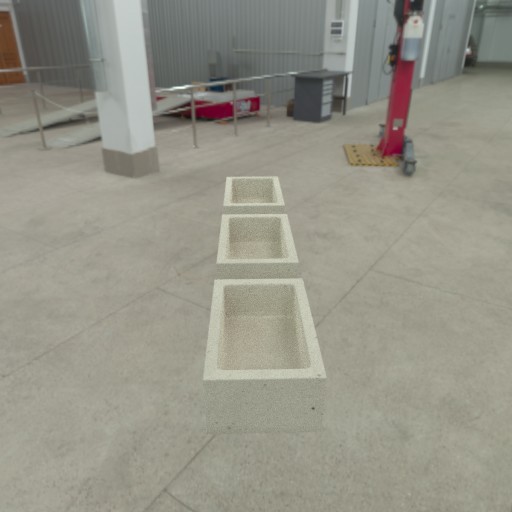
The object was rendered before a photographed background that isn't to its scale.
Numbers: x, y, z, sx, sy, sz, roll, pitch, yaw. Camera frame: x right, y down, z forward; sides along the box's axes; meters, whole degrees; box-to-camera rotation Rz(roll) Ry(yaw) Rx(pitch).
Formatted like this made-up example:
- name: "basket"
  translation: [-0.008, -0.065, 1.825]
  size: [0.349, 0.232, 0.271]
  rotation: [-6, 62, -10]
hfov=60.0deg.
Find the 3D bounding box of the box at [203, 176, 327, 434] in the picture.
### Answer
- name: "box"
  translation: [0.000, 0.000, 0.507]
  size: [0.082, 0.051, 0.461]
  rotation: [-1, 27, -1]
